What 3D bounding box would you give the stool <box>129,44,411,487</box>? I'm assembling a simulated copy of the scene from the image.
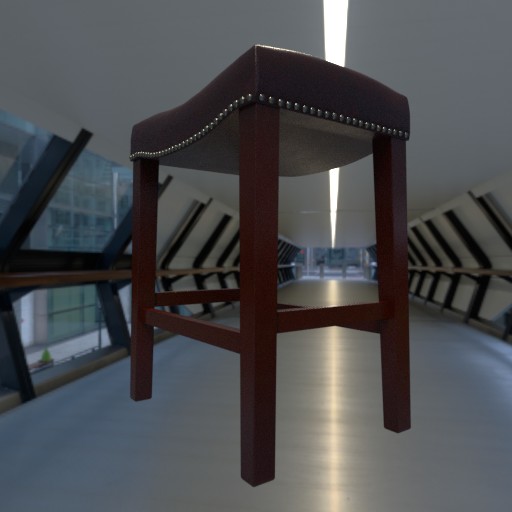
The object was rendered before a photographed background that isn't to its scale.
[{"bbox_3d":[0.000,0.000,0.931,0.372,0.657,0.504,0,0,-36],"label":"stool"}]
